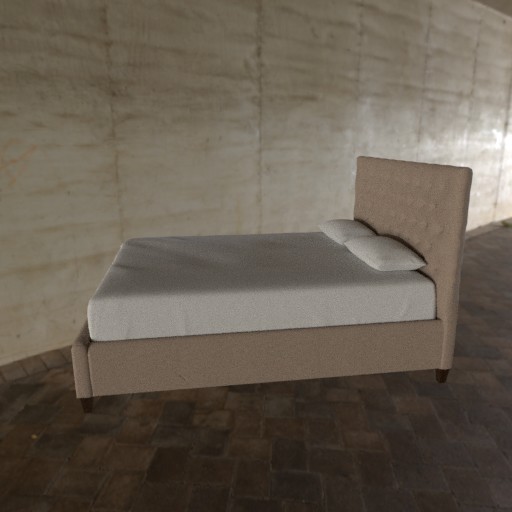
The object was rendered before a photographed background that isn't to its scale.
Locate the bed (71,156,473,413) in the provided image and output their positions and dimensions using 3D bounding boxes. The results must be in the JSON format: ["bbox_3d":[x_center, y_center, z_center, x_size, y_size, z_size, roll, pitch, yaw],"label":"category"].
[{"bbox_3d":[0.000,0.000,3.408,2.387,1.427,1.698,-2,15,-8],"label":"bed"}]
